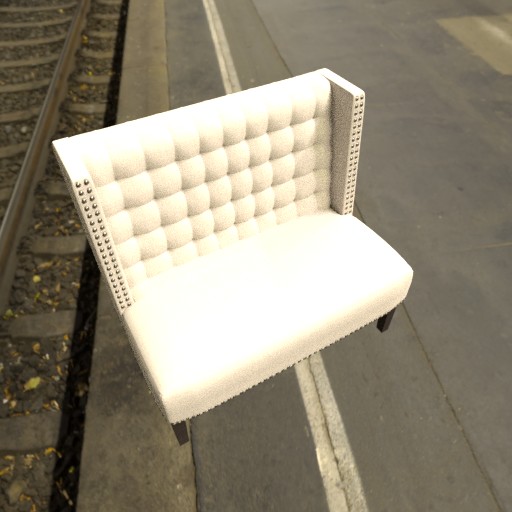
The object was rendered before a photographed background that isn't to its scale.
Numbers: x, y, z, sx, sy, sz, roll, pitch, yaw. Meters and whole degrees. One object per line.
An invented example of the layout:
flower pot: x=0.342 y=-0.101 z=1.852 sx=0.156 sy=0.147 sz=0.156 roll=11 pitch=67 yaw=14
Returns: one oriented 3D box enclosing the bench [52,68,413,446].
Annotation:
bench: x=0.000 y=0.000 z=1.993 sx=1.280 sy=1.123 sz=0.847 roll=-23 pitch=50 yaw=-21
